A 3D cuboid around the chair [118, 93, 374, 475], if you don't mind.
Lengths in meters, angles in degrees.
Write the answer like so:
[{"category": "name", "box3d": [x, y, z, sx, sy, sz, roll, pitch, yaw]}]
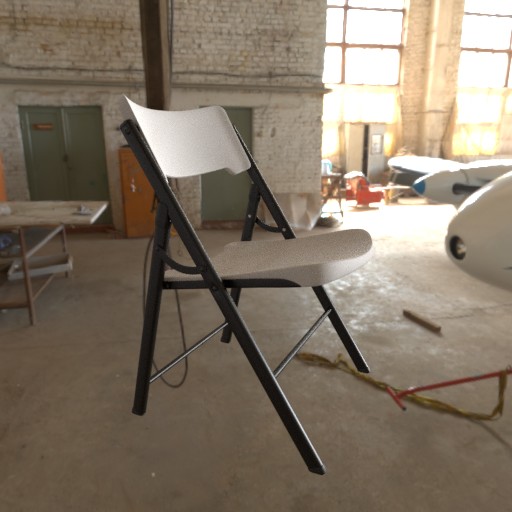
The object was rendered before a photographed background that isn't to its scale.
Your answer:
[{"category": "chair", "box3d": [0.000, 0.000, 1.130, 0.577, 0.765, 0.482, 7, 16, 24]}]
